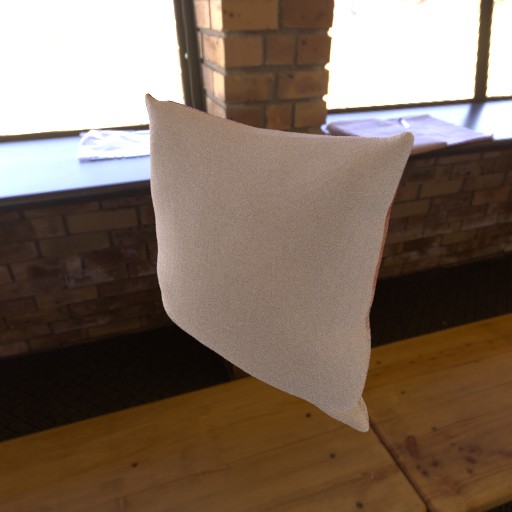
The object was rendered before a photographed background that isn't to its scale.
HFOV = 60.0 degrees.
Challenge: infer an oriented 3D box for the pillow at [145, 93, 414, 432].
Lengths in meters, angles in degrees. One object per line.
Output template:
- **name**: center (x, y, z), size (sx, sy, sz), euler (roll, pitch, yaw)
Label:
- **pillow**: center (0.000, 0.000, 0.674), size (0.440, 0.441, 0.182), euler (22, 37, 33)
